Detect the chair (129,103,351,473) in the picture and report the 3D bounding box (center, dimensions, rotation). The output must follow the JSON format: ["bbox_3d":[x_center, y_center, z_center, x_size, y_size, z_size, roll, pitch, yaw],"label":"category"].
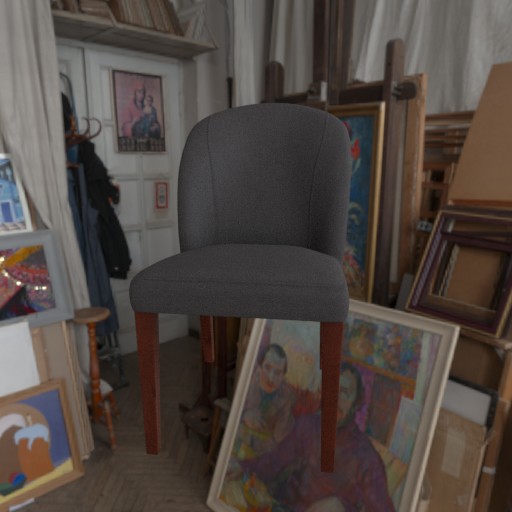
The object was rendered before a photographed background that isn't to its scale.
[{"bbox_3d":[0.000,0.000,1.223,0.506,0.879,0.619,2,12,9],"label":"chair"}]
